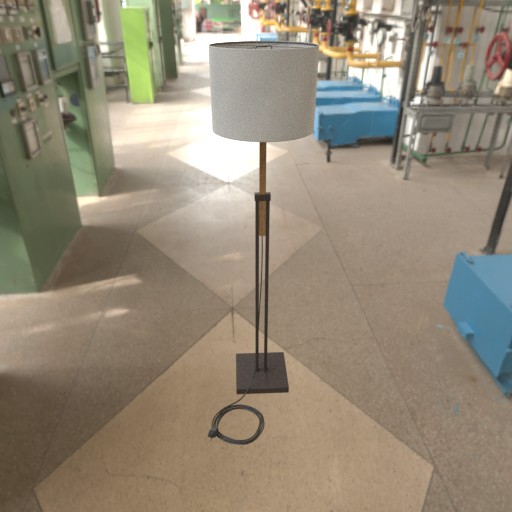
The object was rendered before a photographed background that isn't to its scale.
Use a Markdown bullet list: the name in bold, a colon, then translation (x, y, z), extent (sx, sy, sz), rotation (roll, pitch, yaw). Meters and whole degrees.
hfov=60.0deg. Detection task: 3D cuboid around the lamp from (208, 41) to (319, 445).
- **lamp**: translation (0.000, 0.000, 1.931), extent (0.474, 1.650, 0.639), rotation (-1, 29, -2)
